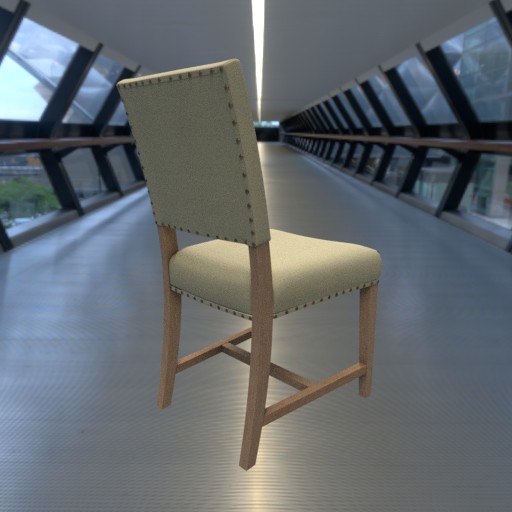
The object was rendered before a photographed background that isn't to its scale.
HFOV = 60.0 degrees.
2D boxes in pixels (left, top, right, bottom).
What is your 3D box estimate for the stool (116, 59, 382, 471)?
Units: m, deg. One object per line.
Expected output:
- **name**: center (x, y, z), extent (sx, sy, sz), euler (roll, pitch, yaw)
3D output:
- **stool**: center (0.000, 0.000, 1.334), extent (0.508, 0.986, 0.623), euler (14, 20, 43)
